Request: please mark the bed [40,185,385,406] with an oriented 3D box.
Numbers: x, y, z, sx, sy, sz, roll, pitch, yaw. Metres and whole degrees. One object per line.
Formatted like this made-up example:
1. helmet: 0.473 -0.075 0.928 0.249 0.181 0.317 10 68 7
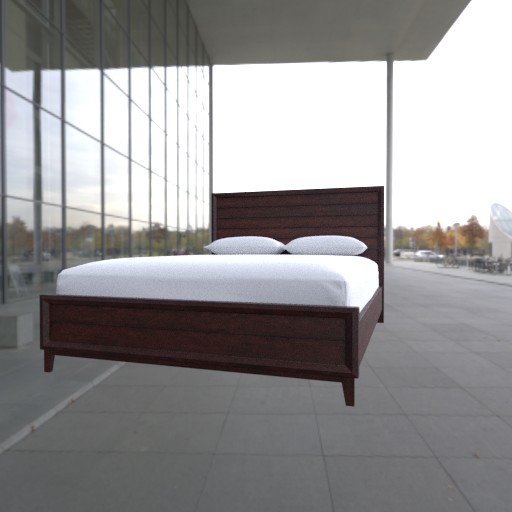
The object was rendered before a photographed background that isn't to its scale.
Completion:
1. bed: 0.000 0.000 3.886 2.040 1.492 2.803 0 1 19
